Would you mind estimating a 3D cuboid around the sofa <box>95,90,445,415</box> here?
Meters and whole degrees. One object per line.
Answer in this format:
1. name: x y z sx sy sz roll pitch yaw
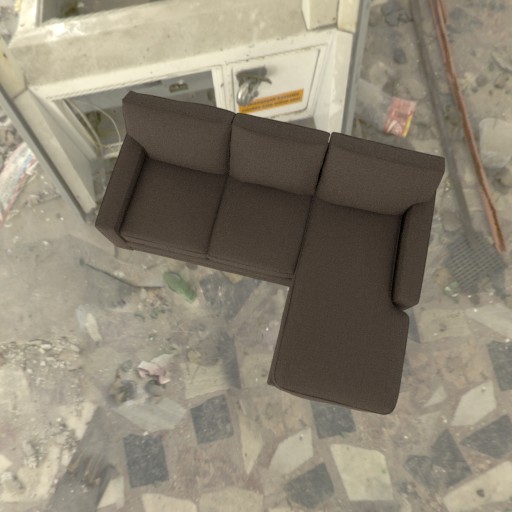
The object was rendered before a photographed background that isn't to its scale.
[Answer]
1. sofa: 0.000 0.000 3.256 2.370 0.973 1.790 13 76 3
